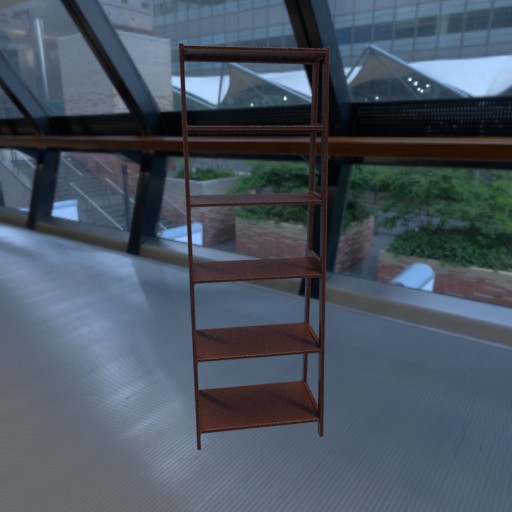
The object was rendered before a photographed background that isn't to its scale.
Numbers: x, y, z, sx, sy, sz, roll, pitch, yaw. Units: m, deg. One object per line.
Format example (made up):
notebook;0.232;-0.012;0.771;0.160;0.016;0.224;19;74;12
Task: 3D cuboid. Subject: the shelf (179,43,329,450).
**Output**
shelf;0.000;0.000;2.179;0.660;1.892;0.381;-3;17;-8
